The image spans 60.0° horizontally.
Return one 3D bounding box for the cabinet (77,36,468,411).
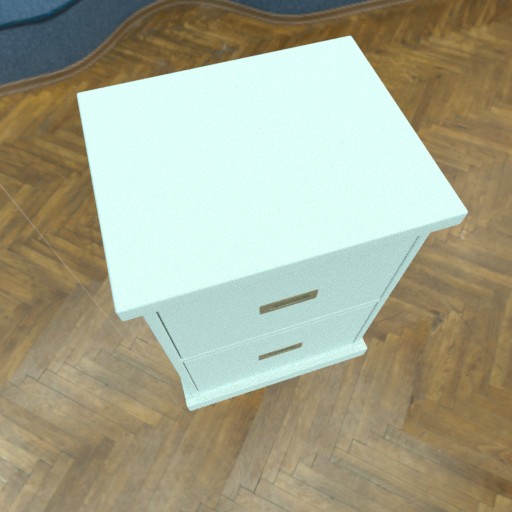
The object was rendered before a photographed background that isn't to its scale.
[{"bbox_3d":[0.000,0.000,1.027,0.520,0.723,0.431,-16,62,-8],"label":"cabinet"}]
